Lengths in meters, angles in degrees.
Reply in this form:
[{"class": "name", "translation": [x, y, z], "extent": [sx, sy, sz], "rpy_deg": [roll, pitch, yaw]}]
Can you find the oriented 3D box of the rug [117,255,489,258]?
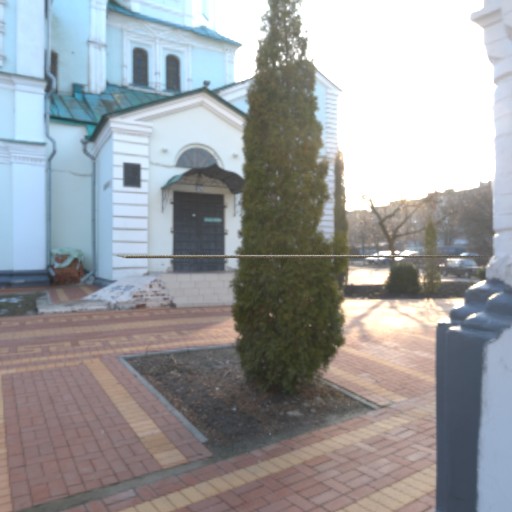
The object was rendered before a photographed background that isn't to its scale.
[{"class": "rug", "translation": [0.000, 0.000, 4.173], "extent": [2.471, 0.012, 3.034], "rpy_deg": [0, 0, -18]}]
